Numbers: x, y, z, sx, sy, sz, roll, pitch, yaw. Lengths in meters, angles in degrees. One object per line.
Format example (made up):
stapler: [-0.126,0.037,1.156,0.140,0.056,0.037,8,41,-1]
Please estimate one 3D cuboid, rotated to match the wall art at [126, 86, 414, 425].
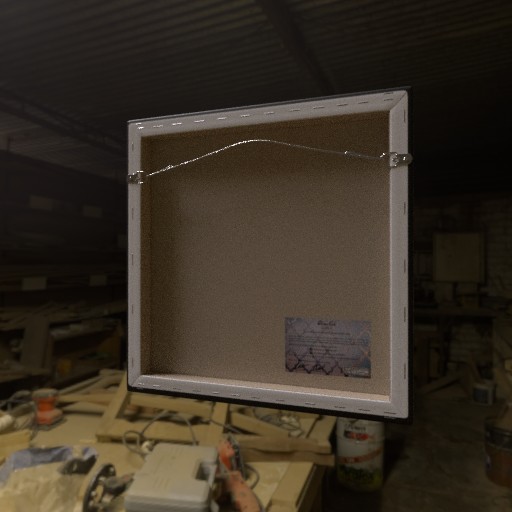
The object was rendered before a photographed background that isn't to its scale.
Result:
wall art: [0.000,0.000,0.911,0.610,0.611,0.043,0,0,20]
